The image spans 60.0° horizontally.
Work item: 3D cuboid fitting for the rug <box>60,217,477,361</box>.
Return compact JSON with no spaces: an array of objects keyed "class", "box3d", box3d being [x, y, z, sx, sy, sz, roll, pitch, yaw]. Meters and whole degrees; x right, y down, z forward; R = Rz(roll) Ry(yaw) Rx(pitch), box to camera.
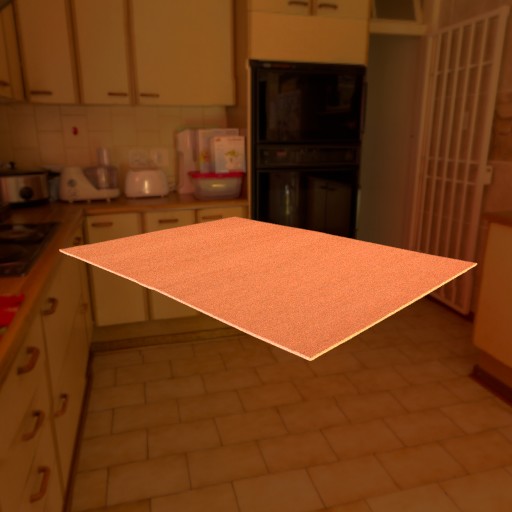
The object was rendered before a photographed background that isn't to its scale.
[{"class":"rug","box3d":[0.000,0.000,4.226,3.202,0.045,2.434,15,22,42]}]
